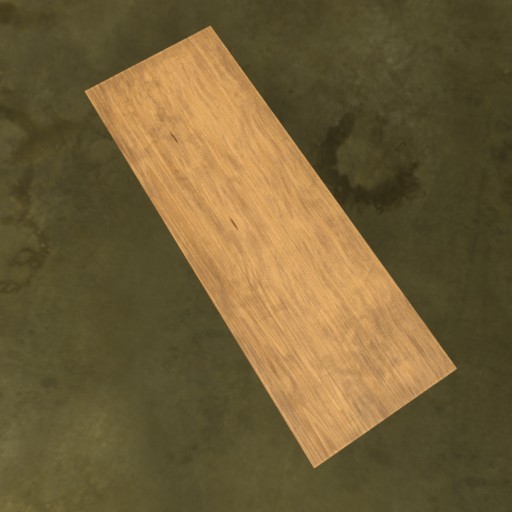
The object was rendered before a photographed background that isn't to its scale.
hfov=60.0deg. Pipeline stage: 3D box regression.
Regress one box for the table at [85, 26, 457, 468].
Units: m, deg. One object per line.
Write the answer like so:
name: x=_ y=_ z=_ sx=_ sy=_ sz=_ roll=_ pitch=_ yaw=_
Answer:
table: x=0.000 y=0.000 z=1.520 sx=0.410 sy=0.771 sz=1.151 roll=-31 pitch=78 yaw=-8
